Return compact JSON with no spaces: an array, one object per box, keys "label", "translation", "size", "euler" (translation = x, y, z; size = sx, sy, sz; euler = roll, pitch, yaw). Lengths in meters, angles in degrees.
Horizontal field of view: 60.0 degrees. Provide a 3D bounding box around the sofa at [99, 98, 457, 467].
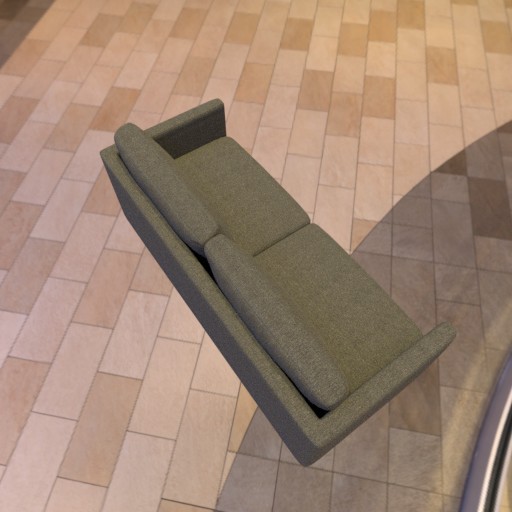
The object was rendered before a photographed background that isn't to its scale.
[{"label":"sofa","translation":[0.000,0.000,2.736],"size":[0.948,0.965,2.208],"euler":[-31,63,-18]}]
